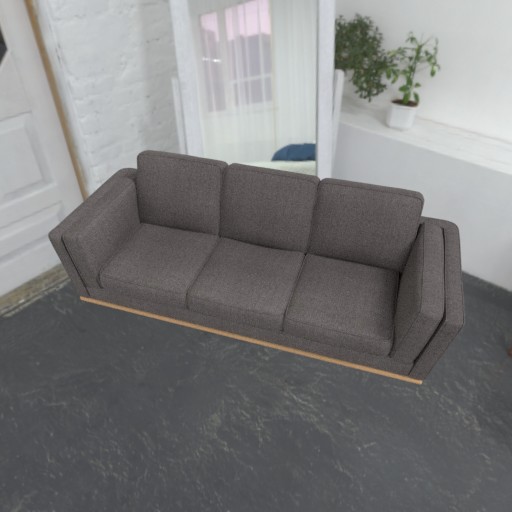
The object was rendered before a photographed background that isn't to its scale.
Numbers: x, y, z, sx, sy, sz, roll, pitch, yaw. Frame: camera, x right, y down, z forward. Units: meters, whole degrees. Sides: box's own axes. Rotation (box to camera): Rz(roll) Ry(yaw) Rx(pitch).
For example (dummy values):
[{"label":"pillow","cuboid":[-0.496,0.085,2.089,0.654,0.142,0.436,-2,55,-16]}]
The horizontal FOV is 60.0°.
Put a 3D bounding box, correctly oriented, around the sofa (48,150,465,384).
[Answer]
[{"label":"sofa","cuboid":[0.000,0.000,2.831,2.362,0.899,0.903,11,42,13]}]
